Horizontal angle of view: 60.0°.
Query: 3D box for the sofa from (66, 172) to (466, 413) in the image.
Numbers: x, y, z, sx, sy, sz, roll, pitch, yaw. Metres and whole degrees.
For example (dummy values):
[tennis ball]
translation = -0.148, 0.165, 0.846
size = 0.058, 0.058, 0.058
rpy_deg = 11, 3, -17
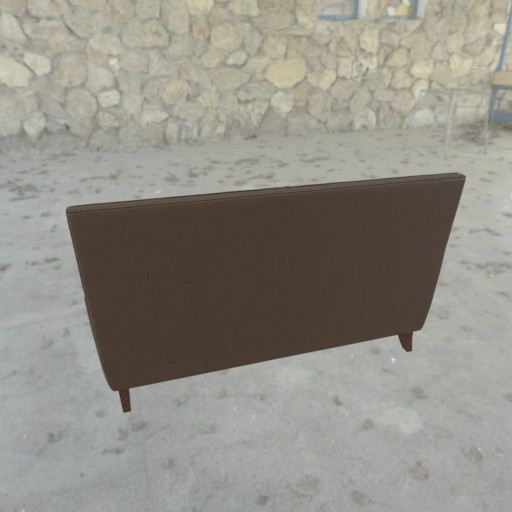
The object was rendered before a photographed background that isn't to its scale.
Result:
[sofa]
translation = 0.000, 0.000, 2.070
size = 1.468, 0.859, 0.853
rpy_deg = -7, 25, -16
